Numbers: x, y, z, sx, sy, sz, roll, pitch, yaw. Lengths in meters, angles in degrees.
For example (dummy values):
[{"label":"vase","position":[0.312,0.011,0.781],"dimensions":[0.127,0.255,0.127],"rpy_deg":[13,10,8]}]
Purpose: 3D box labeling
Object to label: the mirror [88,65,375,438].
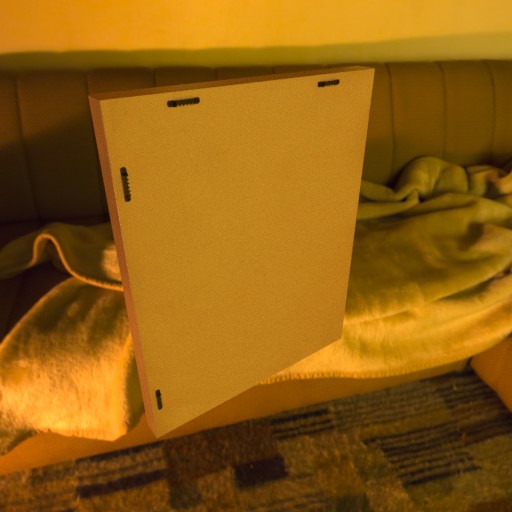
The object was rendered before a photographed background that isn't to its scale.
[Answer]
[{"label":"mirror","position":[0.000,0.000,0.680],"dimensions":[0.406,0.509,0.041],"rpy_deg":[-20,35,-31]}]
